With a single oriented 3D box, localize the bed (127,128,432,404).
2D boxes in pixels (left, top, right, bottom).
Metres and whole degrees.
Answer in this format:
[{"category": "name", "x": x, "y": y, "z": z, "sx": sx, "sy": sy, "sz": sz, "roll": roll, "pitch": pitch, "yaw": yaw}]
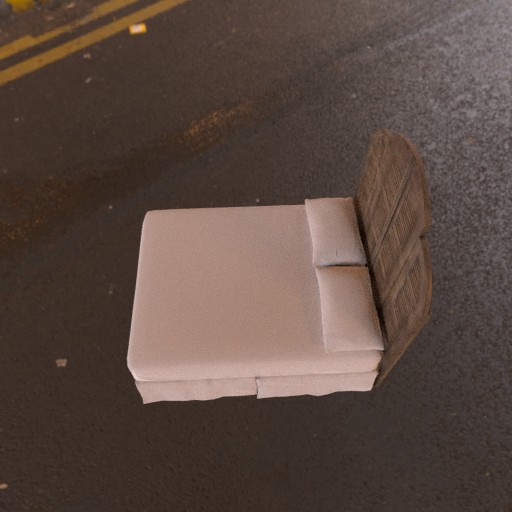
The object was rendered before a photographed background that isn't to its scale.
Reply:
[{"category": "bed", "x": 0.000, "y": 0.000, "z": 3.549, "sx": 2.138, "sy": 2.019, "sz": 1.713, "roll": -2, "pitch": 57, "yaw": -1}]
